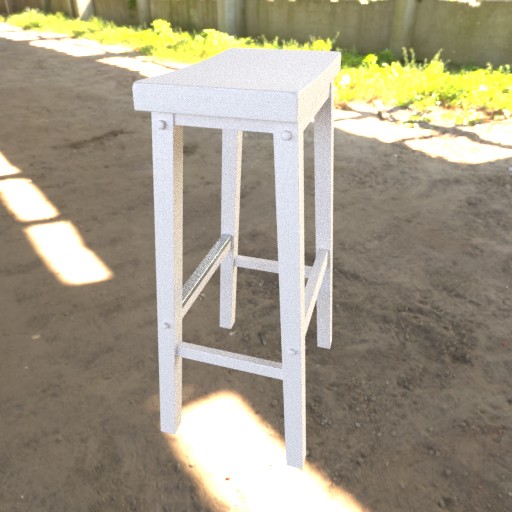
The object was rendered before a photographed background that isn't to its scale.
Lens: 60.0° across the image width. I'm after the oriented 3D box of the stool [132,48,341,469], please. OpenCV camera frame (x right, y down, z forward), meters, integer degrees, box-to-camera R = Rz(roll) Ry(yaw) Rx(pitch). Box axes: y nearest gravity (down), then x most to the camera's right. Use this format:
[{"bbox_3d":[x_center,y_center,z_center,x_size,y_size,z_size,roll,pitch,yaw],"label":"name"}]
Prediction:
[{"bbox_3d":[0.000,0.000,0.924,0.322,0.742,0.406,9,33,14],"label":"stool"}]
